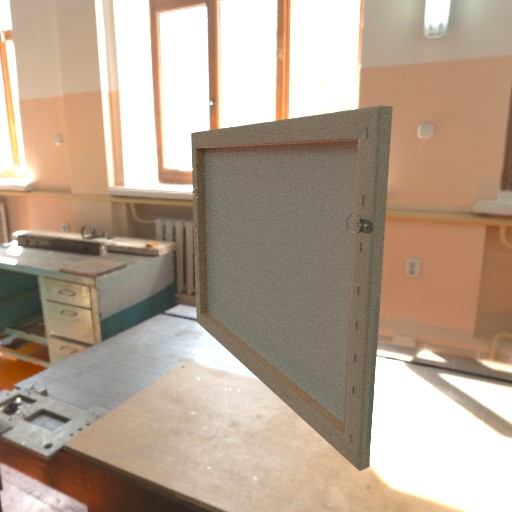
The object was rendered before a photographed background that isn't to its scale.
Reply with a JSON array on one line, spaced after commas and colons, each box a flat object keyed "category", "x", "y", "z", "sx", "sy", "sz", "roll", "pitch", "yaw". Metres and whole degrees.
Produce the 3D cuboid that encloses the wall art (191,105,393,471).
[{"category": "wall art", "x": 0.000, "y": 0.000, "z": 1.594, "sx": 0.042, "sy": 0.912, "sz": 1.219, "roll": -7, "pitch": 14, "yaw": -27}]
